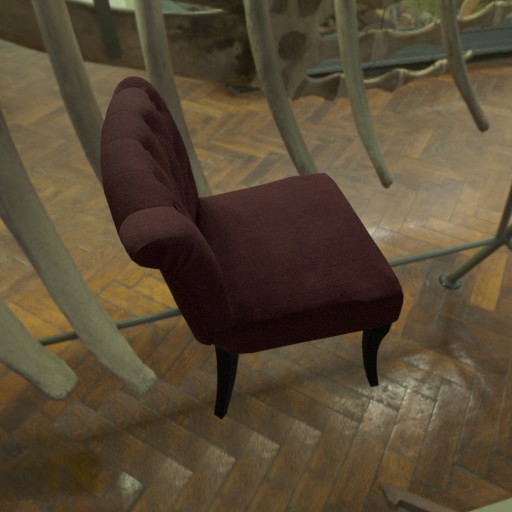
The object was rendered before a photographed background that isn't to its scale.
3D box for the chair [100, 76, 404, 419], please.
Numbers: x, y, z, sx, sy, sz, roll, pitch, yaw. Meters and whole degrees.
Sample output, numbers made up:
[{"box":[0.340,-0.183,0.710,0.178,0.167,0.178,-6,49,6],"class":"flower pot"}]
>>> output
[{"box":[0.000,0.000,1.122,0.605,0.750,0.582,-11,46,-10],"class":"chair"}]
